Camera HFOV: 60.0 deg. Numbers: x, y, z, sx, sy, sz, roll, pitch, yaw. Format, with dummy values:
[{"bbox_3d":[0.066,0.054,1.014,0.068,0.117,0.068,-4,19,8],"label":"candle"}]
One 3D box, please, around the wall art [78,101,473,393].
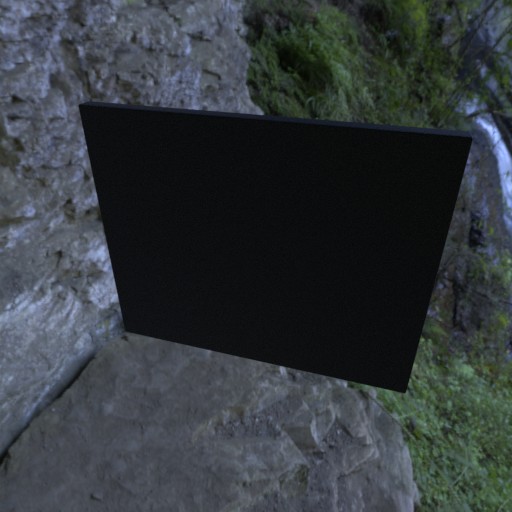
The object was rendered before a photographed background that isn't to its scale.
[{"bbox_3d":[0.000,0.000,0.736,0.558,0.457,0.031,9,33,14],"label":"wall art"}]
